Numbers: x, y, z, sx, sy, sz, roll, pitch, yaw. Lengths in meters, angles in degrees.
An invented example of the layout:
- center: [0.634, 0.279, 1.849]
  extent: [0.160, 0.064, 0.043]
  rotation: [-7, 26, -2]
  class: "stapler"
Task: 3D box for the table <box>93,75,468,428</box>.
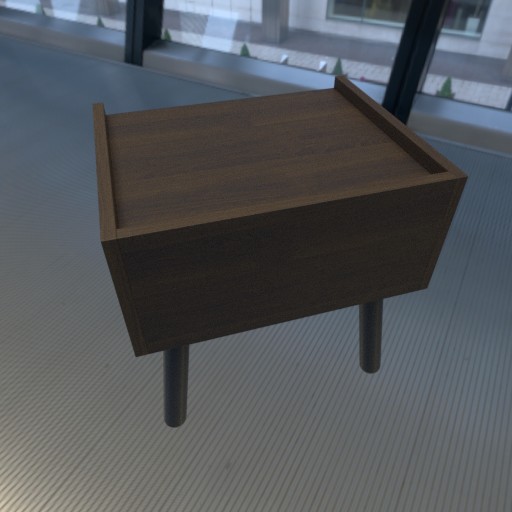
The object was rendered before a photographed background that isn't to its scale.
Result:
- center: [0.000, 0.000, 0.800]
  extent: [0.450, 0.470, 0.370]
  rotation: [-11, 43, -12]
  class: "table"
